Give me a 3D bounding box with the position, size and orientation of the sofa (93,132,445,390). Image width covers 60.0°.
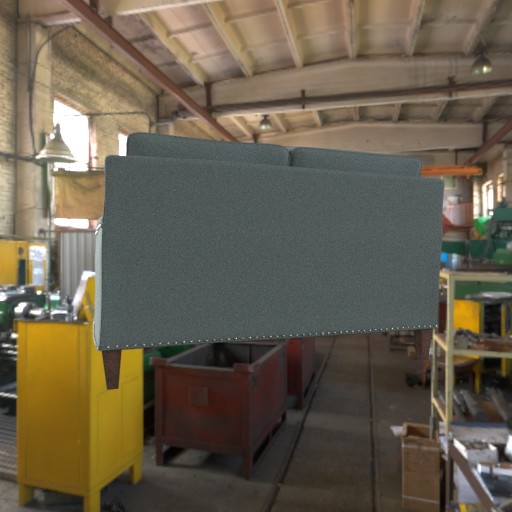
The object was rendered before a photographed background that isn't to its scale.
[{"bbox_3d":[0.000,0.000,2.308,1.597,1.003,1.084,0,0,-20],"label":"sofa"}]
